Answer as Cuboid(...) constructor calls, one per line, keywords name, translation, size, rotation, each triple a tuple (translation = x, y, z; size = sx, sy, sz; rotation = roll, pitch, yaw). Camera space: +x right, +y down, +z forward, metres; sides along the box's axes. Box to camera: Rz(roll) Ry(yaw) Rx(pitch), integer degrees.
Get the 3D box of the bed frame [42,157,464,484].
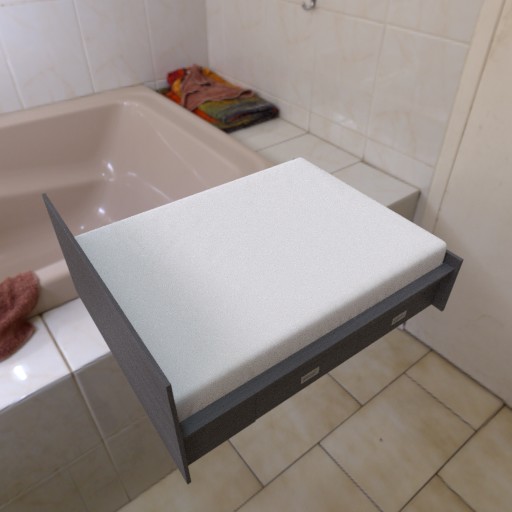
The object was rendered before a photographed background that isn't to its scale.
Cuboid(name="bed frame", translation=(0.000, 0.000, 2.807), size=(1.960, 0.800, 1.622), rotation=(-24, 45, -27))
